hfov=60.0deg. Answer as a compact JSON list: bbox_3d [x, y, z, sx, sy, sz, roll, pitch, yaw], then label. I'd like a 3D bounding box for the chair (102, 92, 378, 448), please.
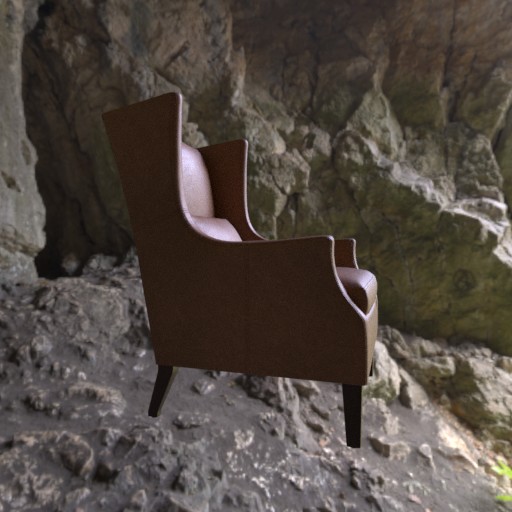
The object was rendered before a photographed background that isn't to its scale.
[{"bbox_3d":[0.000,0.000,1.746,0.913,1.088,0.815,0,2,17],"label":"chair"}]
